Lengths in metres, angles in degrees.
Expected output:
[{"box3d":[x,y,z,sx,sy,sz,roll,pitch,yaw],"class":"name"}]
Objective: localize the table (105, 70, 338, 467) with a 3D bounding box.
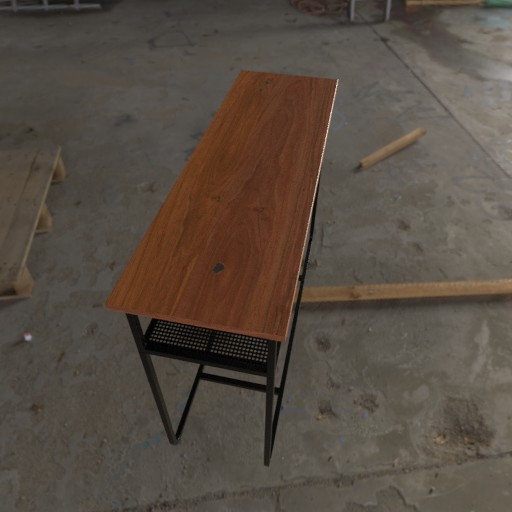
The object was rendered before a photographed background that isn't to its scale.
[{"box3d":[0.000,0.000,1.463,0.350,0.750,1.100,9,46,9],"class":"table"}]
